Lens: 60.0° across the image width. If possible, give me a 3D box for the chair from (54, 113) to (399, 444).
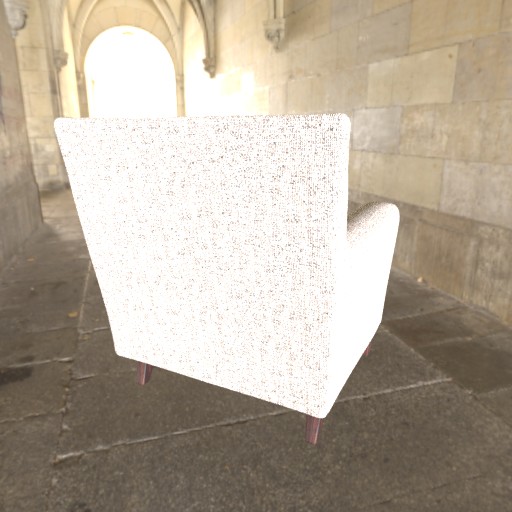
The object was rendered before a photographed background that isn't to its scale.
[{"bbox_3d":[0.000,0.000,1.563,0.864,0.928,0.873,8,18,27],"label":"chair"}]
